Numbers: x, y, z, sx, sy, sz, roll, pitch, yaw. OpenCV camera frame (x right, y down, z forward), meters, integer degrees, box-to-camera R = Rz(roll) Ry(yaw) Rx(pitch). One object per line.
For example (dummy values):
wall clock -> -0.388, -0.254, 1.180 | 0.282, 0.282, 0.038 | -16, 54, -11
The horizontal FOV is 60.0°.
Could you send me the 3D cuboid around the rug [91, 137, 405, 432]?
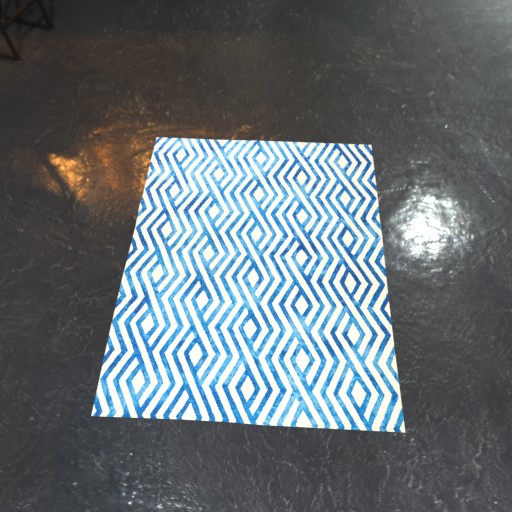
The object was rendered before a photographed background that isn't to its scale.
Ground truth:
rug -> 0.000, 0.000, 4.236 | 2.453, 0.008, 3.059 | 2, 59, 1
